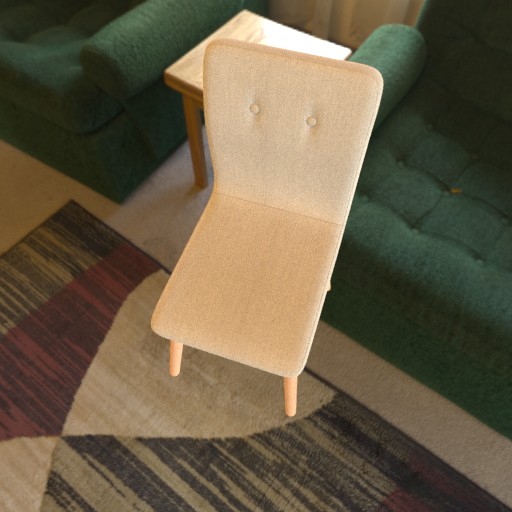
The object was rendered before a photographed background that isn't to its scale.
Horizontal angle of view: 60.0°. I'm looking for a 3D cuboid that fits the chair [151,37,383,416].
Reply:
[{"bbox_3d":[0.000,0.000,1.198,0.435,0.885,0.550,16,59,10],"label":"chair"}]
